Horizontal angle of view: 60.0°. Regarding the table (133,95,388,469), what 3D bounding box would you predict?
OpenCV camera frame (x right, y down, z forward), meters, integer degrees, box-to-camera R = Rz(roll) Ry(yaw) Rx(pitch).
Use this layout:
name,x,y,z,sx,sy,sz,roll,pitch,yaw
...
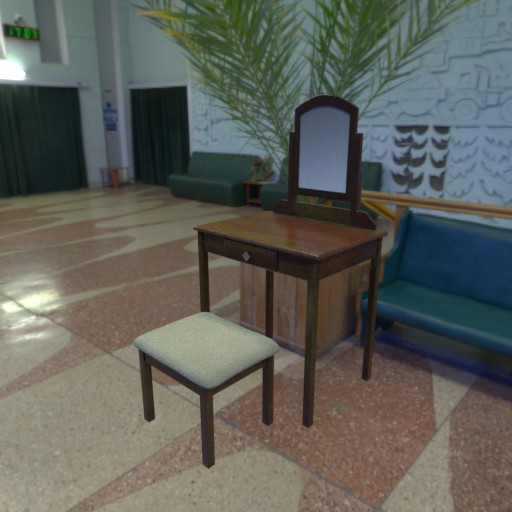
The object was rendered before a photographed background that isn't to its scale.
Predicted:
name,x,y,z,sx,sy,sz,roll,pitch,yaw
table,0.000,0.000,2.315,0.876,1.631,1.211,15,22,41
